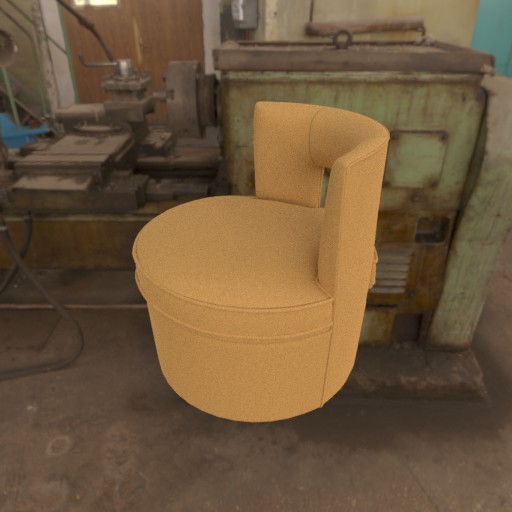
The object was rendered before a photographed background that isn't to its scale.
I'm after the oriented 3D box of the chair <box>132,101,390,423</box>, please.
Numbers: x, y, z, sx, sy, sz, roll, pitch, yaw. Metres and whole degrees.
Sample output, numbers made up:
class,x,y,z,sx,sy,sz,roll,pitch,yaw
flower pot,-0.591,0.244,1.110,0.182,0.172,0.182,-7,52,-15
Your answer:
class,x,y,z,sx,sy,sz,roll,pitch,yaw
chair,0.000,0.000,1.245,0.665,0.723,0.650,-8,31,-14
